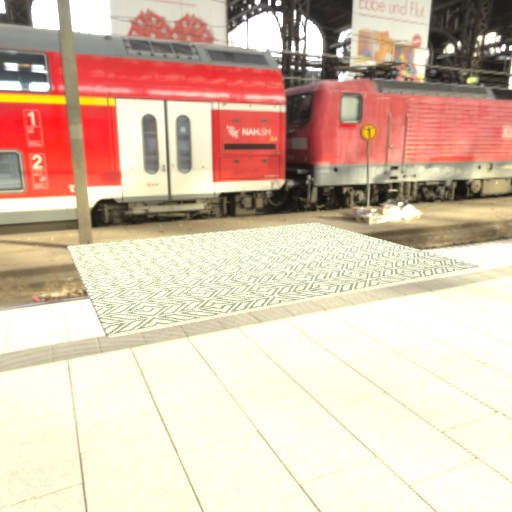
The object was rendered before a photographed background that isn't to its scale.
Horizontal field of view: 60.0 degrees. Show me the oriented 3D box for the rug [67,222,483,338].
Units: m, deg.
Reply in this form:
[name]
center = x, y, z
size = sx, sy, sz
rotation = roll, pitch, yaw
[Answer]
[rug]
center = 0.000, 0.000, 4.101
size = 3.050, 0.017, 2.441
rotation = -7, 16, -26
